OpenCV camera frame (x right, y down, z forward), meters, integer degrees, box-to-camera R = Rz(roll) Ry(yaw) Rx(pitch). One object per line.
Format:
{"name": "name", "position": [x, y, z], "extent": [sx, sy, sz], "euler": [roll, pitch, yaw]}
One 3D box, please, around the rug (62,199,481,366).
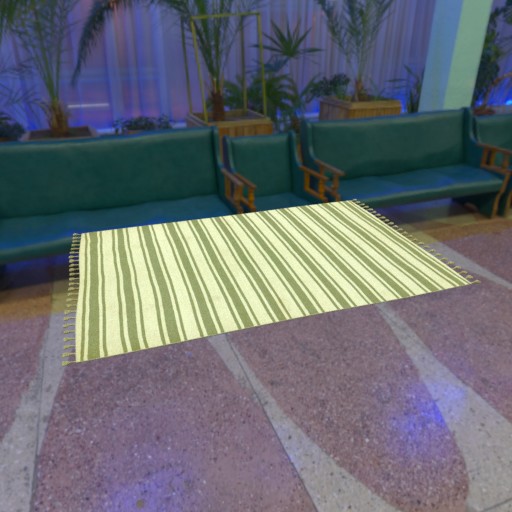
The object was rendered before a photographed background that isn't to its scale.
{"name": "rug", "position": [0.000, 0.000, 3.038], "extent": [2.435, 0.018, 1.540], "euler": [-9, 29, -16]}
